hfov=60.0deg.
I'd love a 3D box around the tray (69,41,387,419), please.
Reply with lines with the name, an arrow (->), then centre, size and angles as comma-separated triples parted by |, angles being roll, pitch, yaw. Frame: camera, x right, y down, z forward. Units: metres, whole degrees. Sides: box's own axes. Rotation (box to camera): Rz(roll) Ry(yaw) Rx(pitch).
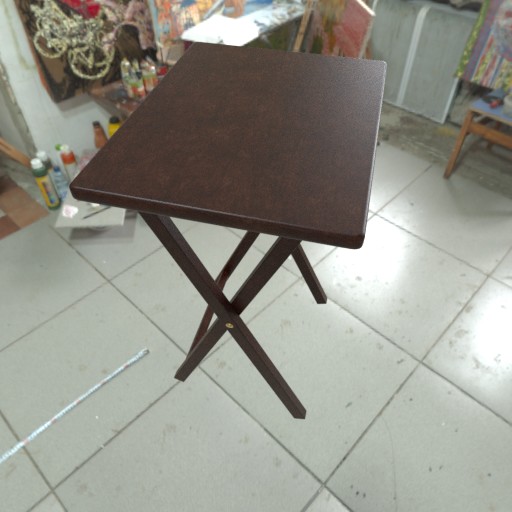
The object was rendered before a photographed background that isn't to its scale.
tray -> 0.000, 0.000, 0.936 | 0.381, 0.660, 0.483 | 11, 48, 10
